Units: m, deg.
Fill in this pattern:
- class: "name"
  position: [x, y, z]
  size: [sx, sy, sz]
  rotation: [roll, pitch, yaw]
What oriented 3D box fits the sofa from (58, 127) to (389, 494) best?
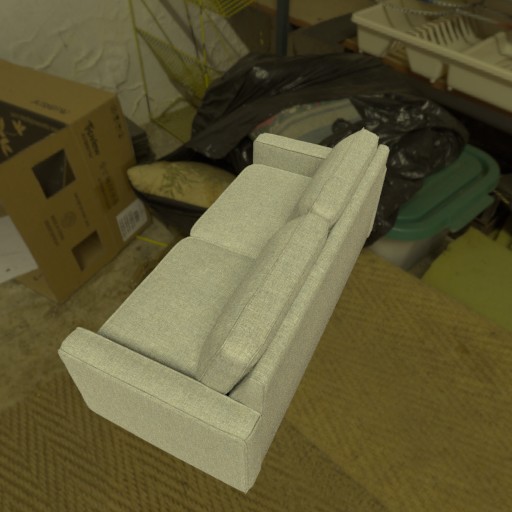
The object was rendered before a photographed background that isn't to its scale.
- class: "sofa"
  position: [0.000, 0.000, 2.508]
  size: [0.945, 0.918, 2.078]
  rotation: [19, 48, 18]
